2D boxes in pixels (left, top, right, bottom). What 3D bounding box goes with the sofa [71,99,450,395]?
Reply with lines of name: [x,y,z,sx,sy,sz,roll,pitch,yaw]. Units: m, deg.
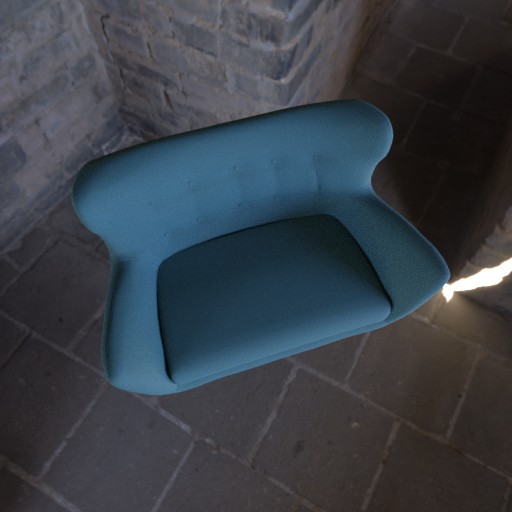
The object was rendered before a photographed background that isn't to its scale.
sofa: [0.000,0.000,2.003,1.397,0.889,0.889,-16,63,-8]
